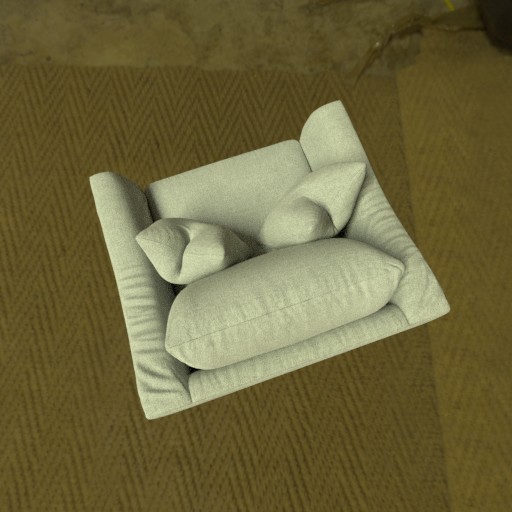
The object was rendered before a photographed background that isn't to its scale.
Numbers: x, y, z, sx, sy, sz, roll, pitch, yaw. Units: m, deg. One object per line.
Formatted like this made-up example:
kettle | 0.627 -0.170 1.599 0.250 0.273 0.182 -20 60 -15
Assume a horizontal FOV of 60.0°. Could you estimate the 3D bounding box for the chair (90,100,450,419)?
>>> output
chair | 0.000 0.000 2.048 1.194 1.059 1.071 -18 76 -5
